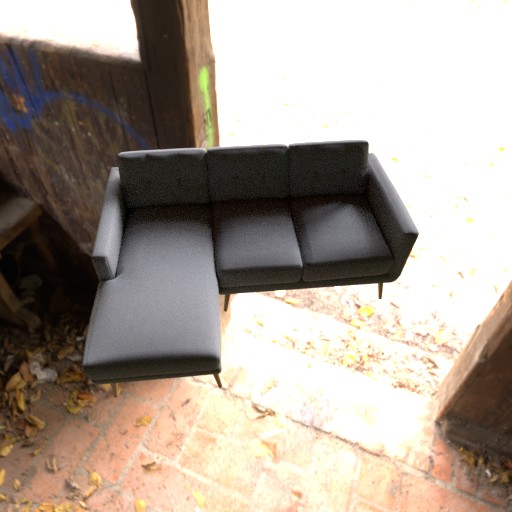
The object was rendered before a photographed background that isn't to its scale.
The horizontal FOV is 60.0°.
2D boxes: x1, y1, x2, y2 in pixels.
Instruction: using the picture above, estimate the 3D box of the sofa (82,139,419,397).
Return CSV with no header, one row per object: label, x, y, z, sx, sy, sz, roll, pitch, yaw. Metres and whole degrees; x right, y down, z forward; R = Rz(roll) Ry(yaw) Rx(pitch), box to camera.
sofa,0.000,0.000,2.950,2.040,0.860,1.530,-4,47,-4
